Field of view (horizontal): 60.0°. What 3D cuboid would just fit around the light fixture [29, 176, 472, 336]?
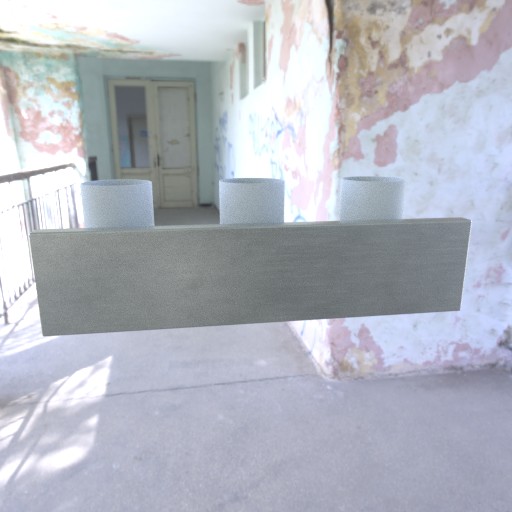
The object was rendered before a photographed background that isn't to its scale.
[{"bbox_3d":[0.000,0.000,0.527,0.451,0.172,0.145,-2,15,-8],"label":"light fixture"}]
